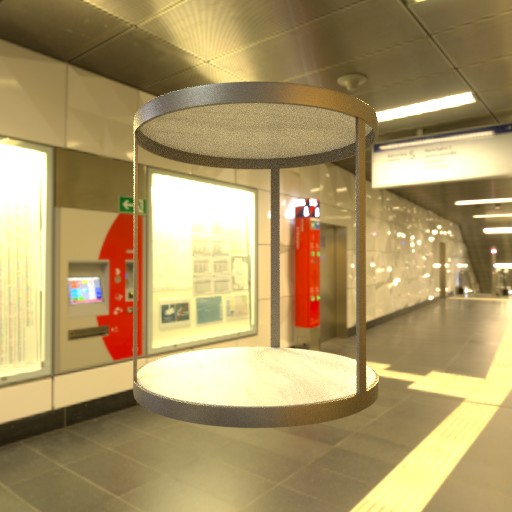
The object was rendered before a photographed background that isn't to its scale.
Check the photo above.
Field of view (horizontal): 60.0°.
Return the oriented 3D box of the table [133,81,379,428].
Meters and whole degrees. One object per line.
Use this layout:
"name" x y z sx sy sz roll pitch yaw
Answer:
"table" 0.000 0.000 0.833 0.445 0.479 0.445 0 -1 0
